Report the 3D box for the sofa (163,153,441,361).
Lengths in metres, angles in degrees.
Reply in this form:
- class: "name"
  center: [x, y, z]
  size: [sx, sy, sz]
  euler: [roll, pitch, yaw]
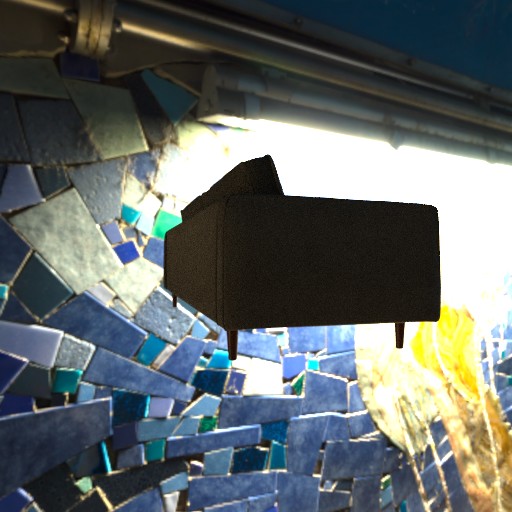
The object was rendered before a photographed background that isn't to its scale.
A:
- class: "sofa"
  center: [0.000, 0.000, 2.733]
  size: [0.923, 0.813, 2.295]
  euler: [0, 0, -17]
